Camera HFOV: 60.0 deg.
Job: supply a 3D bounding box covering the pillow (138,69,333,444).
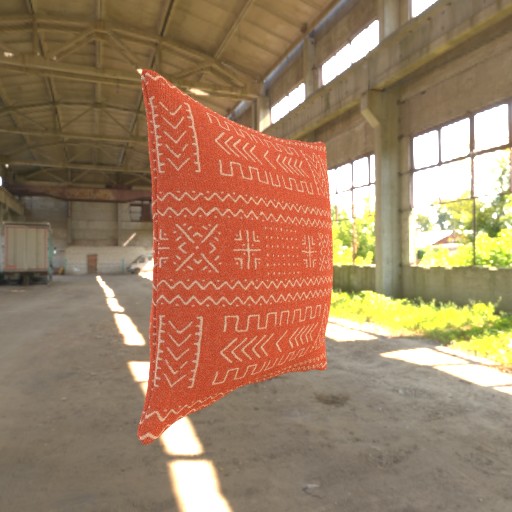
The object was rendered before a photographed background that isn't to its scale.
[{"bbox_3d":[0.000,0.000,0.665,0.164,0.429,0.438,0,0,36],"label":"pillow"}]
